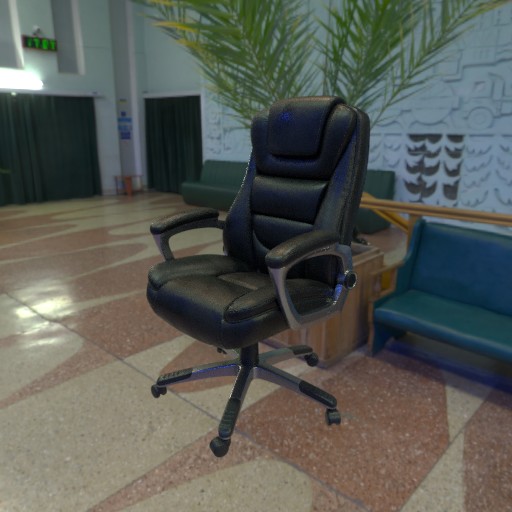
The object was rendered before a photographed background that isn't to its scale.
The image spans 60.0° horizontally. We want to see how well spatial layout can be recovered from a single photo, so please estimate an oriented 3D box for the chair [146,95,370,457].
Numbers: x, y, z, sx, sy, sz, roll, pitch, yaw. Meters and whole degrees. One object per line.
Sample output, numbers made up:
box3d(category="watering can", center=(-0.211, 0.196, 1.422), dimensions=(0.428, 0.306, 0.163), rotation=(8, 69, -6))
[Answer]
box3d(category="chair", center=(0.000, 0.000, 1.536), dimensions=(0.697, 1.075, 0.689), rotation=(15, 22, 43))
